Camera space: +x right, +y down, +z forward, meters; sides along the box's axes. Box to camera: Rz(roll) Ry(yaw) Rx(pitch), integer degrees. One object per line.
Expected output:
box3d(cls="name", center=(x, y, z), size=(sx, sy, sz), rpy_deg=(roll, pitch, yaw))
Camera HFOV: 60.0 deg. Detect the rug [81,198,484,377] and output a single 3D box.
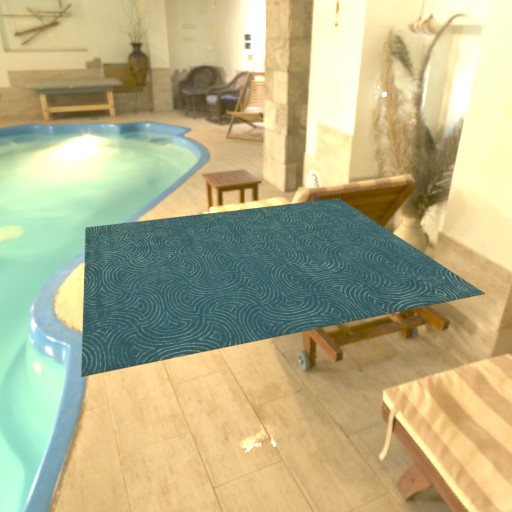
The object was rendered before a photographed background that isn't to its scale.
box3d(cls="rug", center=(0.000, 0.000, 4.133), size=(3.033, 0.012, 2.432), rpy_deg=(-8, 28, -16))
